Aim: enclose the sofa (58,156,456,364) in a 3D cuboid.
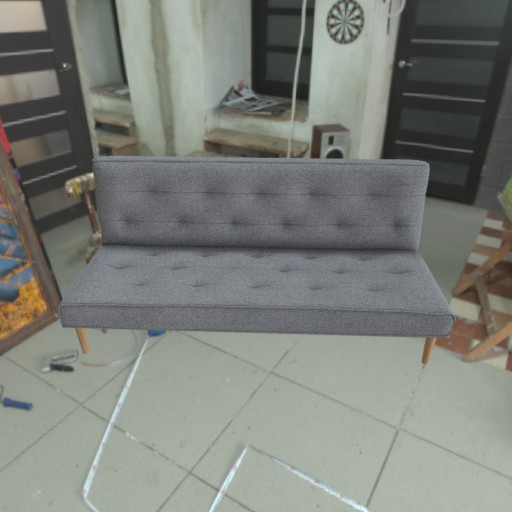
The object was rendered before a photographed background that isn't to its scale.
[{"bbox_3d":[0.000,0.000,2.301,1.820,0.830,0.810,1,30,2],"label":"sofa"}]
